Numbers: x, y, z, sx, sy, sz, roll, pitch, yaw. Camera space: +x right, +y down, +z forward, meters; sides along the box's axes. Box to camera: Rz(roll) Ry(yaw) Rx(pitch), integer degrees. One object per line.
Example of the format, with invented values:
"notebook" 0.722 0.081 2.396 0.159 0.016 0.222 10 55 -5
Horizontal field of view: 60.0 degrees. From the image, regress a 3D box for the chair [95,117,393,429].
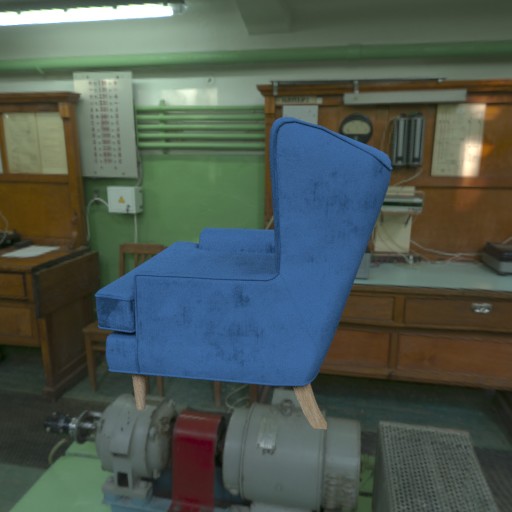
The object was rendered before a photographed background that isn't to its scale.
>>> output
"chair" 0.000 0.000 1.659 0.910 0.952 0.793 2 14 9
